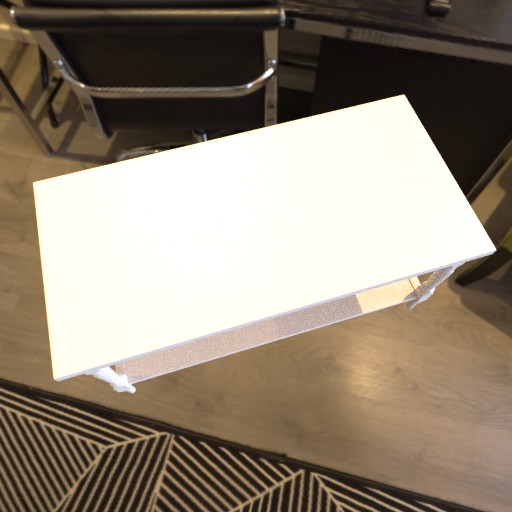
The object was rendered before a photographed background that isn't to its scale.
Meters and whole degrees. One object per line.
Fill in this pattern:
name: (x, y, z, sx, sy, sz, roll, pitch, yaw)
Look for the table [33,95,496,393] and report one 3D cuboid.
table: (0.000, 0.000, 1.394, 1.107, 0.510, 0.550, -15, 66, -7)
